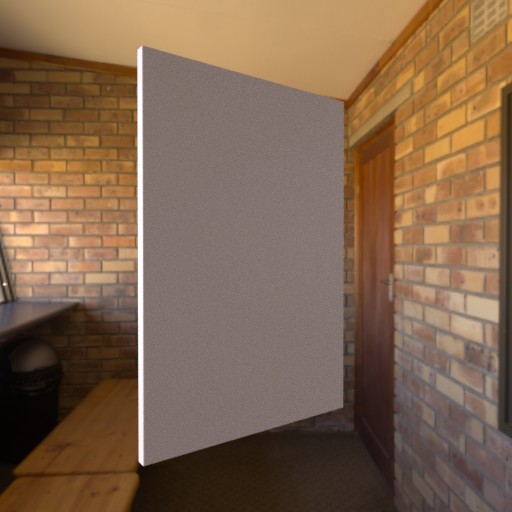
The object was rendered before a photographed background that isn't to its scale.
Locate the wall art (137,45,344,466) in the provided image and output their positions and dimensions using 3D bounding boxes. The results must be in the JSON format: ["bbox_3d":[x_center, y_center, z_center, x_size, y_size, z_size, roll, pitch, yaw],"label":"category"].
[{"bbox_3d":[0.000,0.000,1.492,0.808,1.183,0.038,0,1,-36],"label":"wall art"}]
